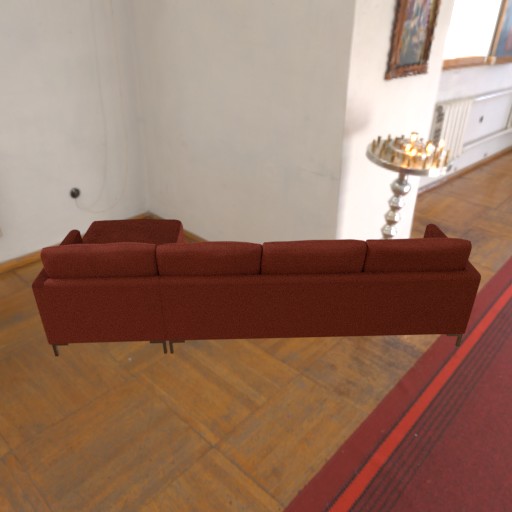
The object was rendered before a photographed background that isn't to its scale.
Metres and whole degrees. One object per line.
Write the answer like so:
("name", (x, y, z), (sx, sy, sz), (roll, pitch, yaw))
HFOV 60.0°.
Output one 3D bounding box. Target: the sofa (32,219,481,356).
("sofa", (0.000, 0.000, 3.487), (2.932, 0.810, 1.350), (-1, 30, -2))
